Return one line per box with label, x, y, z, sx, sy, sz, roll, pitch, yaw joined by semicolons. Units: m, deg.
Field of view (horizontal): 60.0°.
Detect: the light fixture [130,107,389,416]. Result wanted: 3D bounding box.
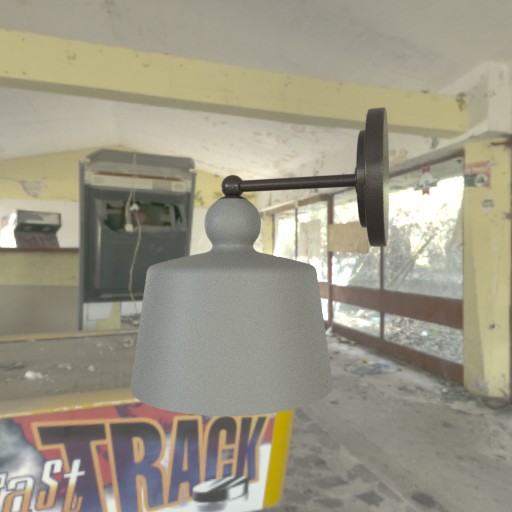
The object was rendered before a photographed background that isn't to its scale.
light fixture;0.000;0.000;0.449;0.254;0.268;0.204;0;0;19
